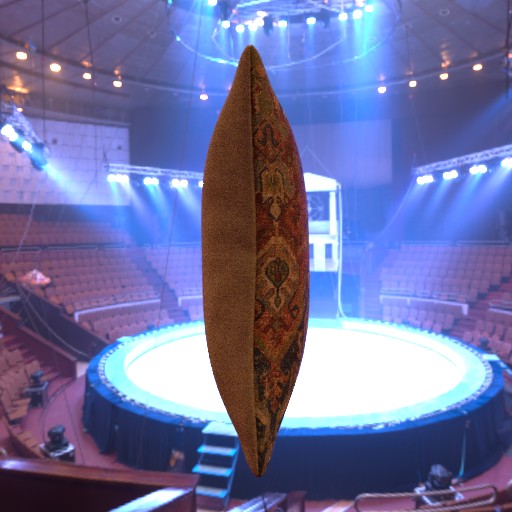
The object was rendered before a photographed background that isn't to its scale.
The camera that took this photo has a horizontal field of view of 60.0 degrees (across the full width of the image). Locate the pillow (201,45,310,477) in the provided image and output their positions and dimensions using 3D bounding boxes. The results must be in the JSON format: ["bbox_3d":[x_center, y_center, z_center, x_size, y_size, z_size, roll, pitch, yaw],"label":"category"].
[{"bbox_3d":[0.000,0.000,0.769,0.166,0.506,0.523,0,2,0],"label":"pillow"}]
